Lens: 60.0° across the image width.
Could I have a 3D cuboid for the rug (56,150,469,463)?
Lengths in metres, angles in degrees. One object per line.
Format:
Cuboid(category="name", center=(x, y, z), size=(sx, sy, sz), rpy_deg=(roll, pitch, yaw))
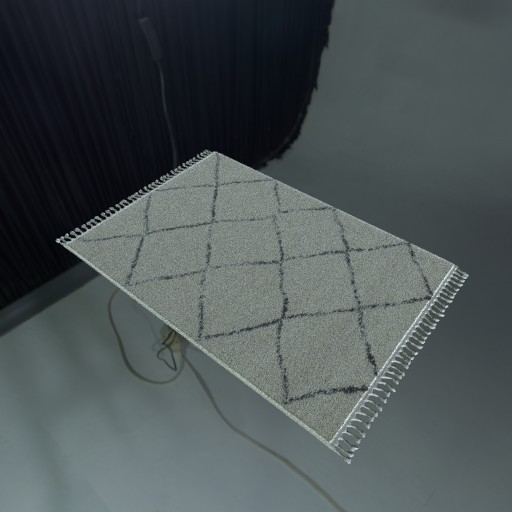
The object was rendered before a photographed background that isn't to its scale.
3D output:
Cuboid(category="rug", center=(0.000, 0.000, 2.906), size=(2.307, 0.031, 1.494), rpy_deg=(30, 53, 26))
